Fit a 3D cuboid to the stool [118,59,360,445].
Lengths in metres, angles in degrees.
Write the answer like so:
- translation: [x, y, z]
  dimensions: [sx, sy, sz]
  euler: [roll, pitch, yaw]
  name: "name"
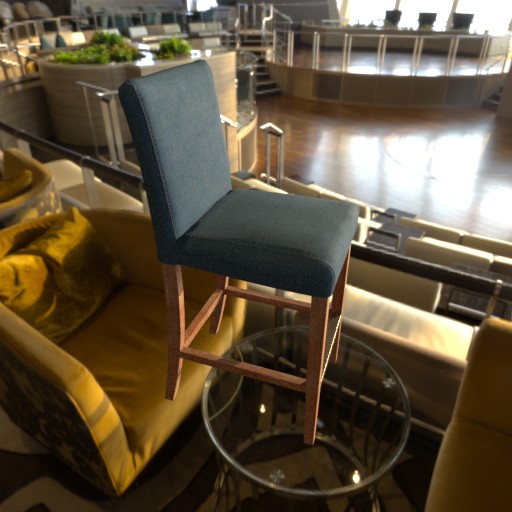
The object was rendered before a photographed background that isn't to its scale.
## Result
- translation: [0.000, 0.000, 1.411]
  dimensions: [0.574, 1.088, 0.454]
  euler: [10, 33, 17]
  name: "stool"
